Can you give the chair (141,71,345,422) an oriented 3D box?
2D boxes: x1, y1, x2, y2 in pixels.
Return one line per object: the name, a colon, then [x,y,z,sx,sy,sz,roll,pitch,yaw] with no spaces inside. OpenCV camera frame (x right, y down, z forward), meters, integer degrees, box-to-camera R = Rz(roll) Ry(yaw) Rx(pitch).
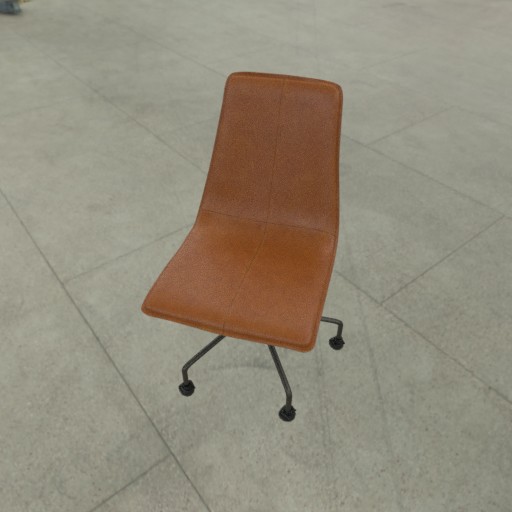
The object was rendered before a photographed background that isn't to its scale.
chair: [0.000,0.000,1.390,0.651,0.920,0.660,11,43,12]
